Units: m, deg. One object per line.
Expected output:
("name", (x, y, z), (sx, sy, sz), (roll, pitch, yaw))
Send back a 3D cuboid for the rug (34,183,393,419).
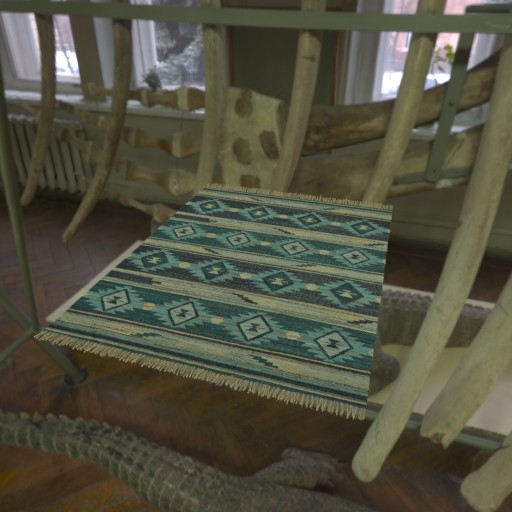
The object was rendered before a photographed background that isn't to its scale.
("rug", (0.000, 0.000, 4.299), (2.418, 0.047, 3.307), (9, 32, 15))
